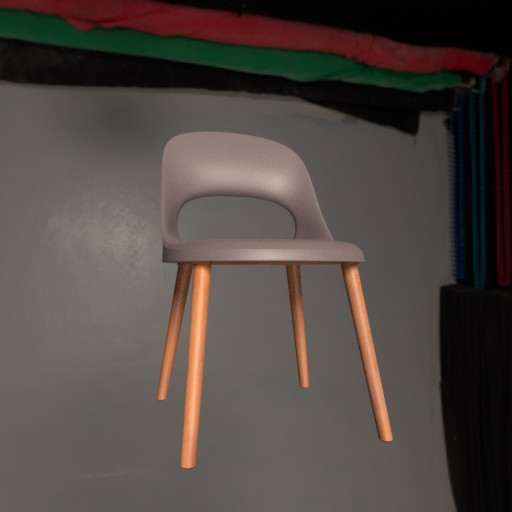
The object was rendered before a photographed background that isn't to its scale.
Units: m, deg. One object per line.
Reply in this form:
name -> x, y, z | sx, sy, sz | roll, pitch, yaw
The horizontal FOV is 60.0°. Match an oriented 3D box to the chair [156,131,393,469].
chair -> 0.000, 0.000, 1.129 | 0.470, 0.794, 0.556 | 1, -2, -17
